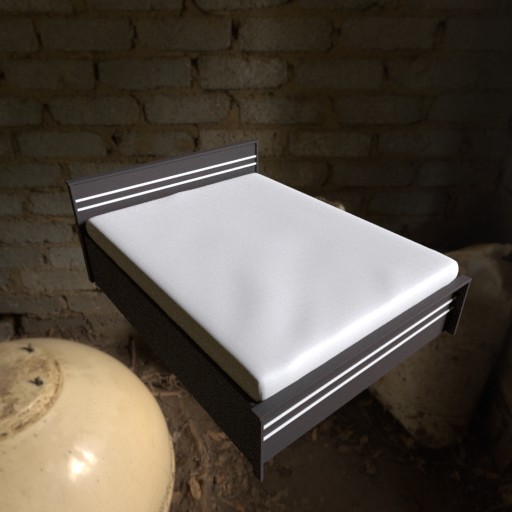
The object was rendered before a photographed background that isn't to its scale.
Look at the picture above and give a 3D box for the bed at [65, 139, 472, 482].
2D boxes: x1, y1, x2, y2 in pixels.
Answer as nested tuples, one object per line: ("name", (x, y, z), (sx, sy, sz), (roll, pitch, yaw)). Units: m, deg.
("bed", (0.000, 0.000, 2.942), (1.634, 0.808, 2.103), (-22, 37, -32))
